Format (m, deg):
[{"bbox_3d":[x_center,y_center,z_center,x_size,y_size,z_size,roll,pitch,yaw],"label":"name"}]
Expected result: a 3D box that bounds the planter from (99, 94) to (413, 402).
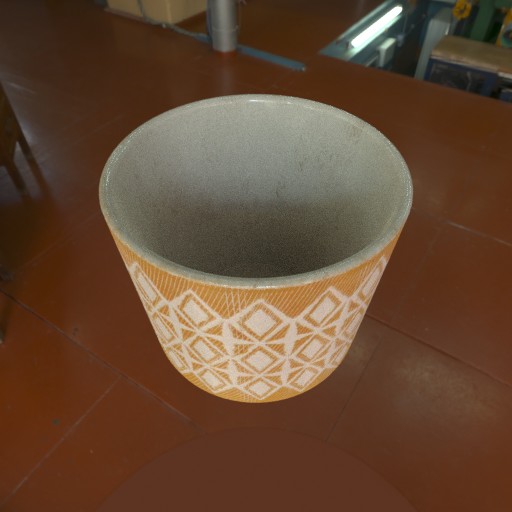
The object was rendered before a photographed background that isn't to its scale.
[{"bbox_3d":[0.000,0.000,0.339,0.193,0.165,0.193,0,47,0],"label":"planter"}]
